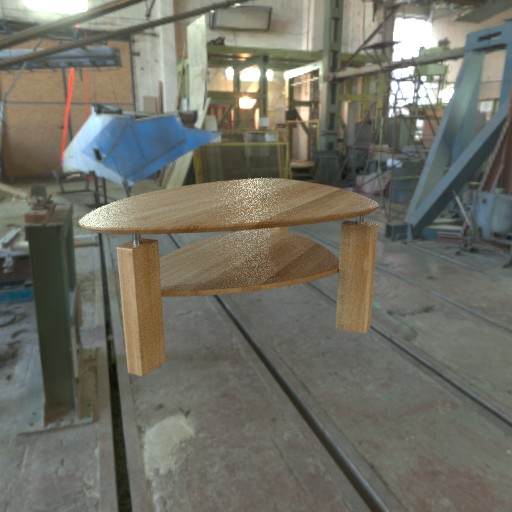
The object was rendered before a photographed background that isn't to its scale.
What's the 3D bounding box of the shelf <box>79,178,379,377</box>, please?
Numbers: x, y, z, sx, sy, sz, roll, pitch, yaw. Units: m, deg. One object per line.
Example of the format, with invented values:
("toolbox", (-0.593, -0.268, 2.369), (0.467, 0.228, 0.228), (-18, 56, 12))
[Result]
("shelf", (0.000, 0.000, 1.655), (0.863, 0.439, 1.240), (7, 18, 24))
